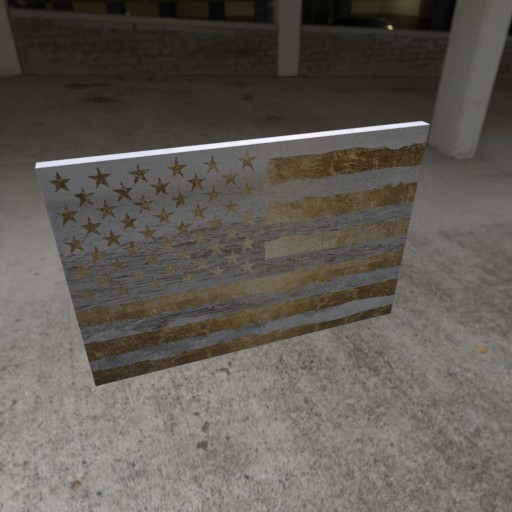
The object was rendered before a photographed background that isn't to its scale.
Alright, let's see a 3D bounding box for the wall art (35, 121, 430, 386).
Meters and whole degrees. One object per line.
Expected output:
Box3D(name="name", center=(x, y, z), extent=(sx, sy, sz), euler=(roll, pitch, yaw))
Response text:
Box3D(name="wall art", center=(0.000, 0.000, 1.449), extent=(1.145, 0.762, 0.041), euler=(-11, 34, -16))
